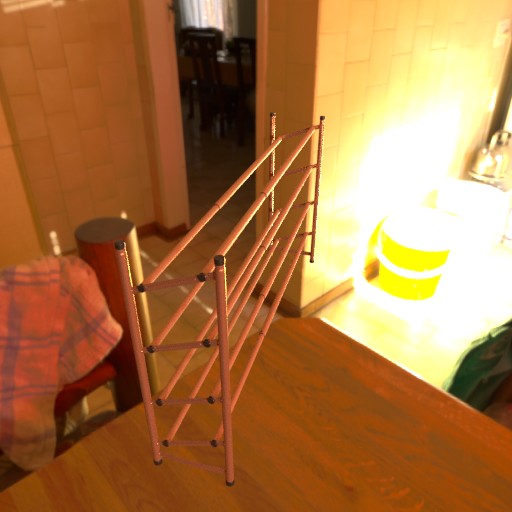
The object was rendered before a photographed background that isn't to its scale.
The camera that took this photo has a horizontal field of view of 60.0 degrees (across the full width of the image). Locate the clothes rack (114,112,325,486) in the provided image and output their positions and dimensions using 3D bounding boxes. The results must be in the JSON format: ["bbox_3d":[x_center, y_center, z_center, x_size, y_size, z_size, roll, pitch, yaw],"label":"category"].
[{"bbox_3d":[0.000,0.000,1.468,0.229,0.672,1.168,9,31,14],"label":"clothes rack"}]
